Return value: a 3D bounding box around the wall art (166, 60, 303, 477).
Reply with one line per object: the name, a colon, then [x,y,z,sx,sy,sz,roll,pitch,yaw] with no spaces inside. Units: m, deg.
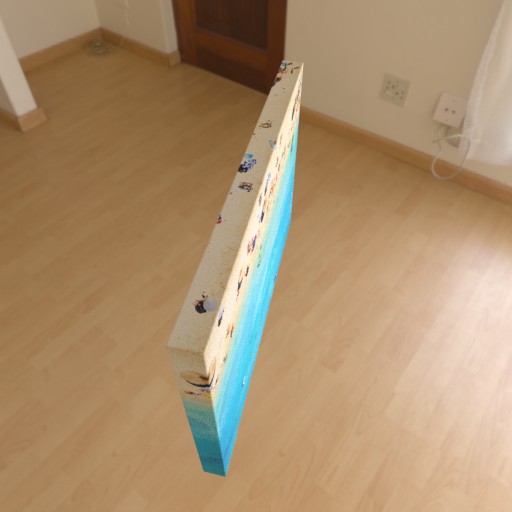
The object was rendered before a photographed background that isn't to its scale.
wall art: [0.000,0.000,1.127,0.057,0.595,0.894,10,49,8]
